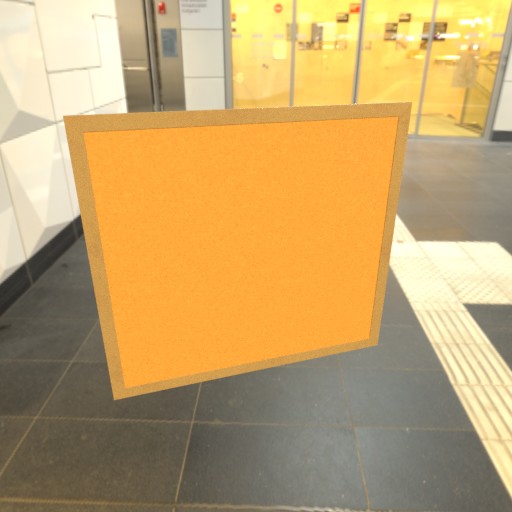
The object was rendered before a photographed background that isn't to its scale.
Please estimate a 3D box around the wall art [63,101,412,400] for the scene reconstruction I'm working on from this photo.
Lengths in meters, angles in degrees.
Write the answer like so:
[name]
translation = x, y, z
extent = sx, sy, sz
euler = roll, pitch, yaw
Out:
[wall art]
translation = 0.000, 0.000, 1.669
extent = 1.168, 1.067, 0.025
euler = -8, 26, -16
